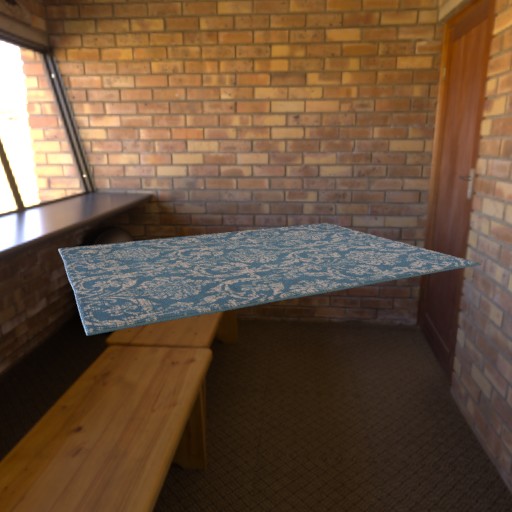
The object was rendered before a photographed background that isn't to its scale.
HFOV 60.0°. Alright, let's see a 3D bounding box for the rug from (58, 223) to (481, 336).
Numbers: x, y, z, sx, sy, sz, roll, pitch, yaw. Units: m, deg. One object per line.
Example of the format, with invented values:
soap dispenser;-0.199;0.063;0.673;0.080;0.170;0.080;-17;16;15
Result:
rug;0.000;0.000;2.806;2.205;0.012;1.554;-7;16;-26
